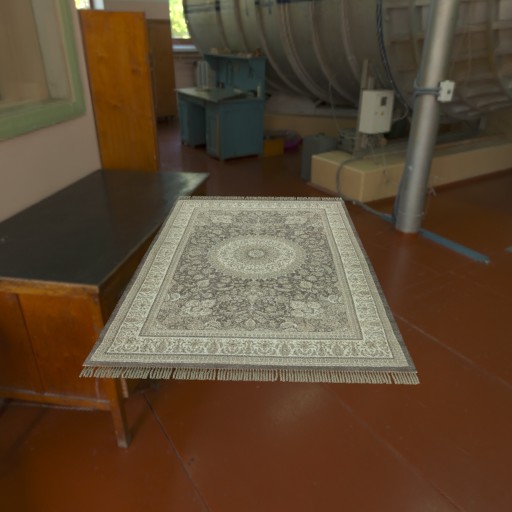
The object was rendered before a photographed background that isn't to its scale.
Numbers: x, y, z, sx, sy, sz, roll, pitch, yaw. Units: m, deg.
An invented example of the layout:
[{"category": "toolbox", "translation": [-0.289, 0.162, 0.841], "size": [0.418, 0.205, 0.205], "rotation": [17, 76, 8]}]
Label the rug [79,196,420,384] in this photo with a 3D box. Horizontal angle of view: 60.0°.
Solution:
[{"category": "rug", "translation": [0.000, 0.000, 4.254], "size": [2.143, 0.015, 3.422], "rotation": [1, 27, 2]}]
